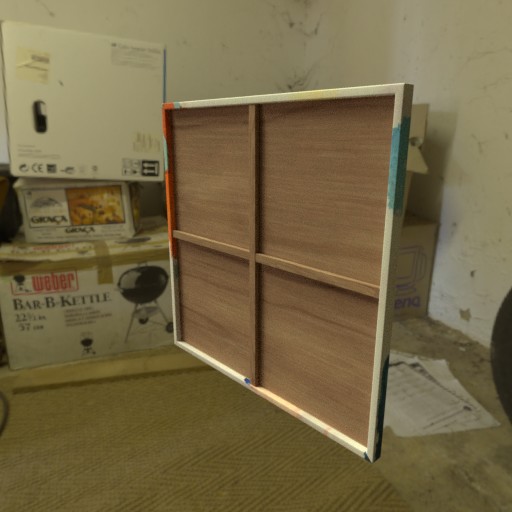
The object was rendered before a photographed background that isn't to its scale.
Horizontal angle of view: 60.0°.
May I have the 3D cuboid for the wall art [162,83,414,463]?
[{"bbox_3d":[0.000,0.000,1.496,0.044,1.017,1.017,-14,21,-41],"label":"wall art"}]
